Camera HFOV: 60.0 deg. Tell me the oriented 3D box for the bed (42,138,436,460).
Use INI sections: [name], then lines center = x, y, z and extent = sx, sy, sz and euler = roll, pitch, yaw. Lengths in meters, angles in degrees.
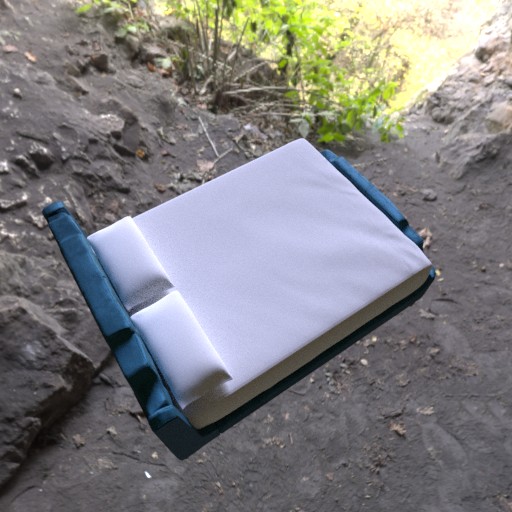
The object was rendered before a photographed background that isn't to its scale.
[bed]
center = 0.000, 0.000, 3.290
extent = 2.322, 1.338, 1.678
euler = -29, 62, -17
